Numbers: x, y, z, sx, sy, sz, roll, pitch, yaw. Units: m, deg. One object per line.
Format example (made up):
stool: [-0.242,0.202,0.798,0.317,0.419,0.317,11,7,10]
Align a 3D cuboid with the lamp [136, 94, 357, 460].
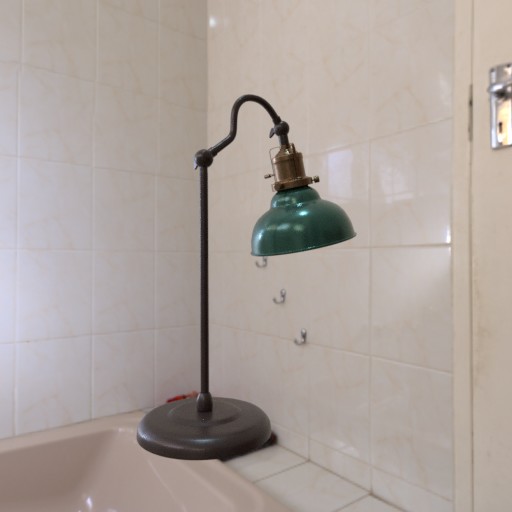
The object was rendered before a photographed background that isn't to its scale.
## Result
lamp: [0.000,0.000,0.699,0.374,0.508,0.192,1,-1,-36]
